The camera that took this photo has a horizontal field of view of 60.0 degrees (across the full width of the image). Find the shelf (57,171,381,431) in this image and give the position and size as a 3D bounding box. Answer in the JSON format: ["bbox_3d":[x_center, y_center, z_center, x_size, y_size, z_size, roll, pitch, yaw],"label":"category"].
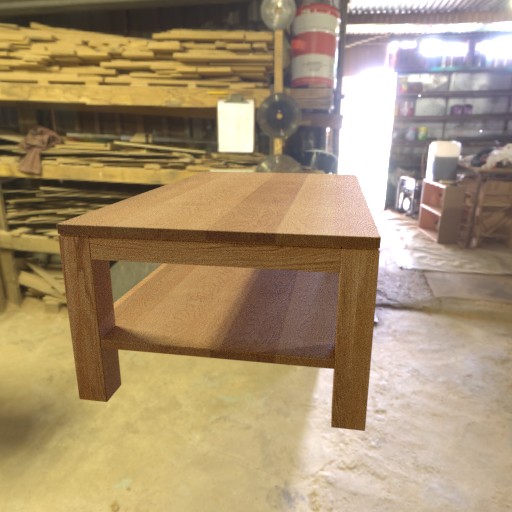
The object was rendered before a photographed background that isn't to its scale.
[{"bbox_3d":[0.000,0.000,1.534,0.700,0.450,1.150,3,17,10],"label":"shelf"}]
